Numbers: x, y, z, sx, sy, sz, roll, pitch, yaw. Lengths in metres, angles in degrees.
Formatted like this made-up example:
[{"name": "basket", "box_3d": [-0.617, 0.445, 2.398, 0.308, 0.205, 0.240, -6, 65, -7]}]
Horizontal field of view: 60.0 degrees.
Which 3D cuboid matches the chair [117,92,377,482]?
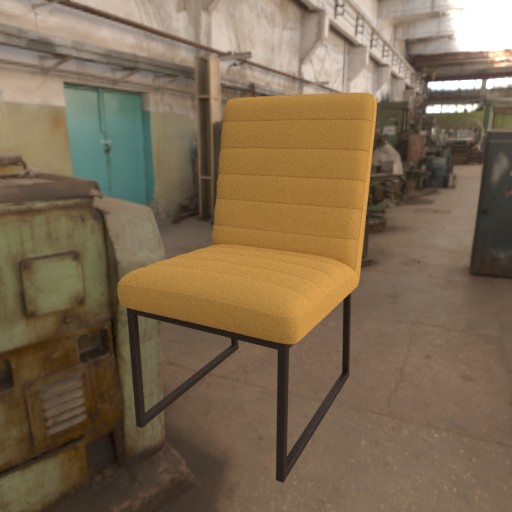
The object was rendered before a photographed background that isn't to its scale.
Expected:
[{"name": "chair", "box_3d": [0.000, 0.000, 1.302, 0.520, 0.930, 0.634, 8, 17, 27]}]
